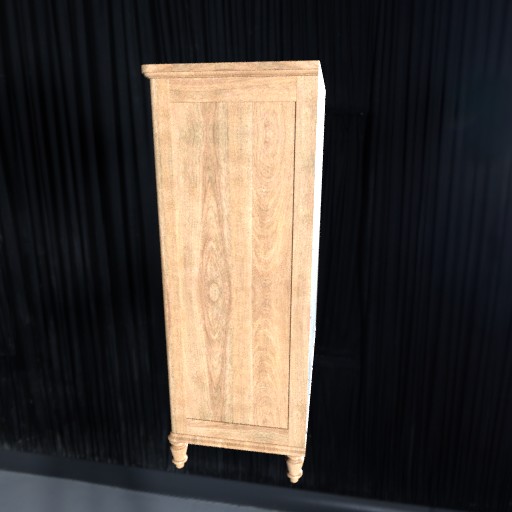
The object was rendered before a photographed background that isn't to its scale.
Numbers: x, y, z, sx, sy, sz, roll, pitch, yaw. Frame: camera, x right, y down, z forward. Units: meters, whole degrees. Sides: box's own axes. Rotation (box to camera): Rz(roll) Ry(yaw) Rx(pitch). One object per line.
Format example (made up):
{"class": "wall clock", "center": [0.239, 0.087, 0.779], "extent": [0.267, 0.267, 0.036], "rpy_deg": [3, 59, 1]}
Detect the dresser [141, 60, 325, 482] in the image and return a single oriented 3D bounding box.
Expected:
{"class": "dresser", "center": [0.000, 0.000, 1.788], "extent": [0.484, 1.318, 0.973], "rpy_deg": [3, 16, 9]}
